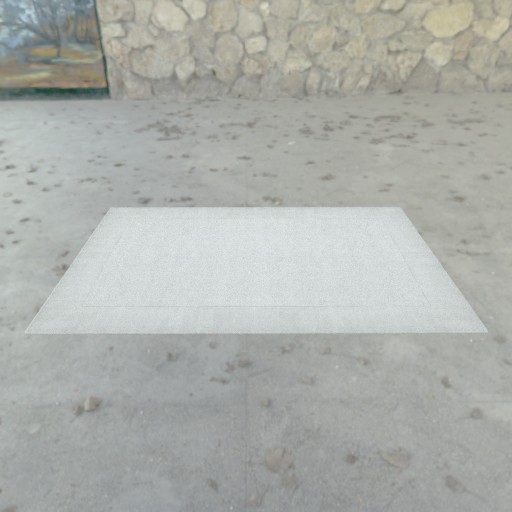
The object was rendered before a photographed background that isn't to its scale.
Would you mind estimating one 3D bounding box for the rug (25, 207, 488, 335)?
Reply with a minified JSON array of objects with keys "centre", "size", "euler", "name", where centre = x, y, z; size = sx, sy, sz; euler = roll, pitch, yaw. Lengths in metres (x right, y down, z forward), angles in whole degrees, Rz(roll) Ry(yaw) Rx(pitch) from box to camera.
[{"centre":[0.000,0.000,2.270],"size":[1.829,0.013,1.219],"euler":[0,30,0],"name":"rug"}]
